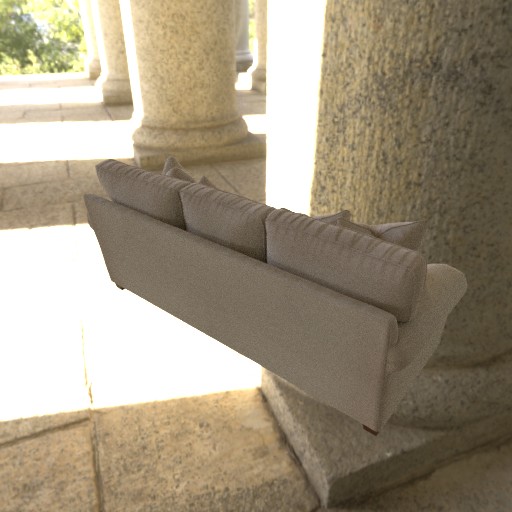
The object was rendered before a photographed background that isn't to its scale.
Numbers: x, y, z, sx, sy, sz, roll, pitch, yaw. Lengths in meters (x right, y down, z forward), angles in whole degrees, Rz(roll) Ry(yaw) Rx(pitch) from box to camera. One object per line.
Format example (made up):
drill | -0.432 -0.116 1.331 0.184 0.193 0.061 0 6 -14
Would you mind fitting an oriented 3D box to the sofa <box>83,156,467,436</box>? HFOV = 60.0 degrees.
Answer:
sofa | 0.000 0.000 2.765 2.312 0.975 0.965 22 36 33
